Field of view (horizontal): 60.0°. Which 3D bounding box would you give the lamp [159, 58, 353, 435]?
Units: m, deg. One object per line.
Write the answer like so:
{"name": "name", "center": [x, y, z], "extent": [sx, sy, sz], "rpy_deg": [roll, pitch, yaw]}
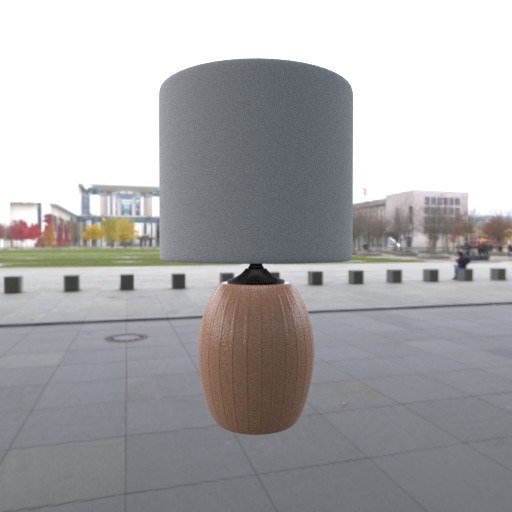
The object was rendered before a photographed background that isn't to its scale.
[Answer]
{"name": "lamp", "center": [0.000, 0.000, 0.773], "extent": [0.329, 0.570, 0.329], "rpy_deg": [0, 2, 0]}
